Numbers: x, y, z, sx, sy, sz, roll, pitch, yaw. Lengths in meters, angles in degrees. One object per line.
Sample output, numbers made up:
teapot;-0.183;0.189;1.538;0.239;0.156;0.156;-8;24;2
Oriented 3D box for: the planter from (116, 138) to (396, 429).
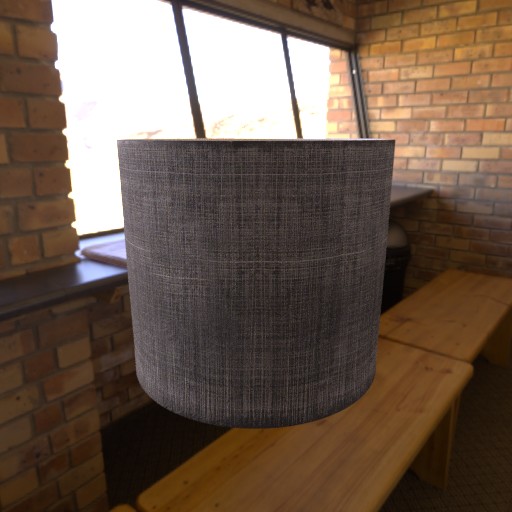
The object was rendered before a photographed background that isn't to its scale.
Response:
planter;0.000;0.000;0.393;0.221;0.201;0.221;0;15;0
